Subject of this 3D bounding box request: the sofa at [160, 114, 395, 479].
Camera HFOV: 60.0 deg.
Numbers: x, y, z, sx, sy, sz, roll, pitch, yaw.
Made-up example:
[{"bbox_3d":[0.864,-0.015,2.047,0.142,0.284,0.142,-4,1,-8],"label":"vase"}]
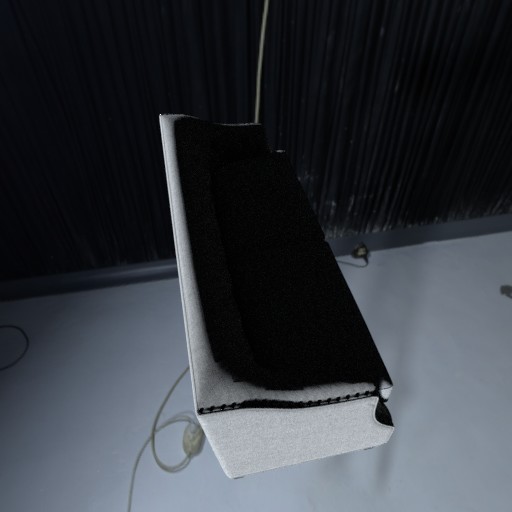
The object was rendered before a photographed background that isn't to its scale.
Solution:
[{"bbox_3d":[0.000,0.000,2.691,0.914,0.901,2.235,-9,47,-8],"label":"sofa"}]
